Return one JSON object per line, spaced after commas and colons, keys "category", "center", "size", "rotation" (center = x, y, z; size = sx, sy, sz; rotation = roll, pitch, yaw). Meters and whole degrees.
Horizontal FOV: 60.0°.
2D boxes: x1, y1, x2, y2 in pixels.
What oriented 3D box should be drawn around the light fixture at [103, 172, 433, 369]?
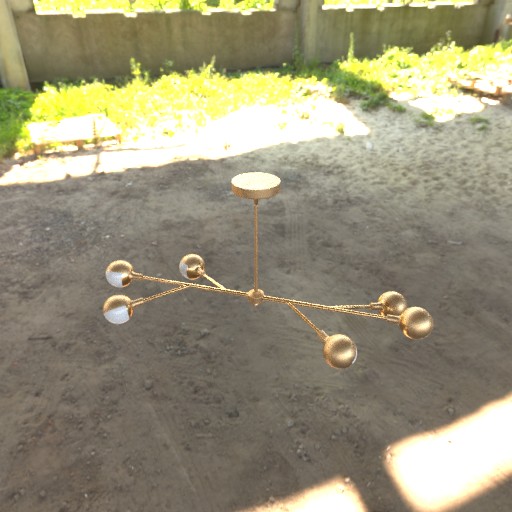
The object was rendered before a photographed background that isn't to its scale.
{"category": "light fixture", "center": [0.000, 0.000, 1.009], "size": [0.778, 0.362, 0.434], "rotation": [17, 35, 27]}
